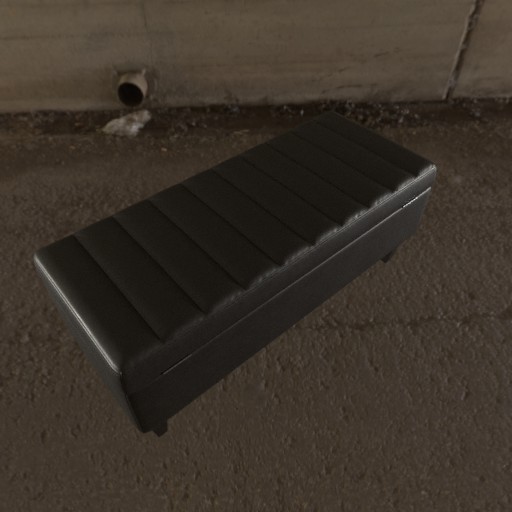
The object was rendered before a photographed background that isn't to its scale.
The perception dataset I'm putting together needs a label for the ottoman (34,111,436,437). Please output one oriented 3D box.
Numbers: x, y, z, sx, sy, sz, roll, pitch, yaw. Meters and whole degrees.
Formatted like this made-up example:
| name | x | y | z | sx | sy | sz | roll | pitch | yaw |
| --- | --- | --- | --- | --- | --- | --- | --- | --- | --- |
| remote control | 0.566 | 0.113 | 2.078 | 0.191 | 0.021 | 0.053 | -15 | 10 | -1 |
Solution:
| name | x | y | z | sx | sy | sz | roll | pitch | yaw |
| --- | --- | --- | --- | --- | --- | --- | --- | --- | --- |
| ottoman | 0.000 | 0.000 | 1.425 | 1.151 | 0.469 | 0.482 | -32 | 54 | -27 |
